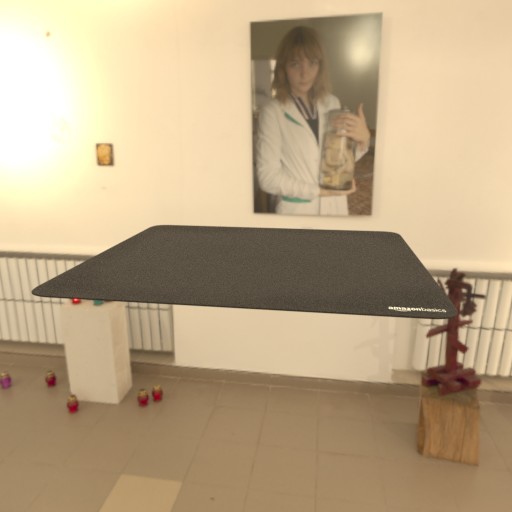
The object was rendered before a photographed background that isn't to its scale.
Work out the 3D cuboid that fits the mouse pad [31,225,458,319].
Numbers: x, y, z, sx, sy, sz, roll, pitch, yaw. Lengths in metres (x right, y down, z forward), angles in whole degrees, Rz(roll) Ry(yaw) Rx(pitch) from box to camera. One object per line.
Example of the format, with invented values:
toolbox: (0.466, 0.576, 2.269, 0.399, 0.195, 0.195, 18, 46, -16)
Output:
mouse pad: (0.000, 0.000, 0.631, 0.451, 0.002, 0.393, 2, 15, 8)
